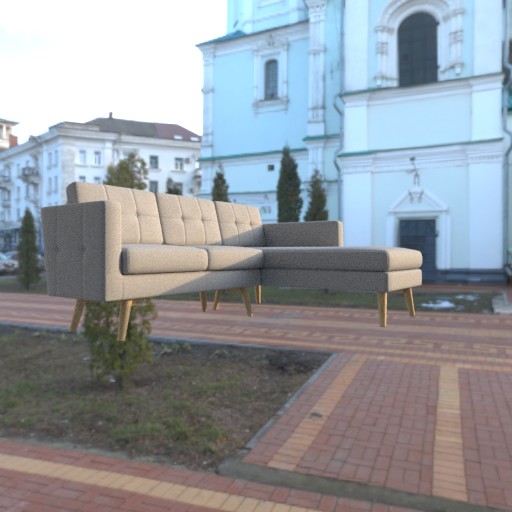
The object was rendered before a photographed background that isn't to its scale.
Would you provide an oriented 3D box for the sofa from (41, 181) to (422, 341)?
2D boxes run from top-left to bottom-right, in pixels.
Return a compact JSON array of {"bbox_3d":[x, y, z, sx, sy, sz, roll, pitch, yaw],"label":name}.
[{"bbox_3d":[0.000,0.000,2.849,1.530,0.860,2.040,0,0,36],"label":"sofa"}]
